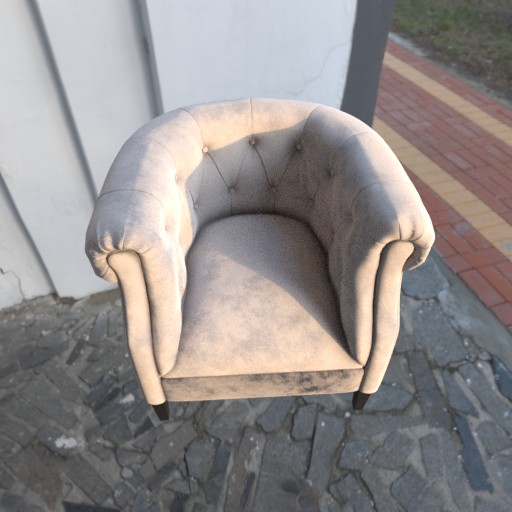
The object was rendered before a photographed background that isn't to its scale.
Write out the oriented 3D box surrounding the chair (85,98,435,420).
[{"bbox_3d":[0.000,0.000,1.556,0.904,0.826,0.851,-2,45,-2],"label":"chair"}]
